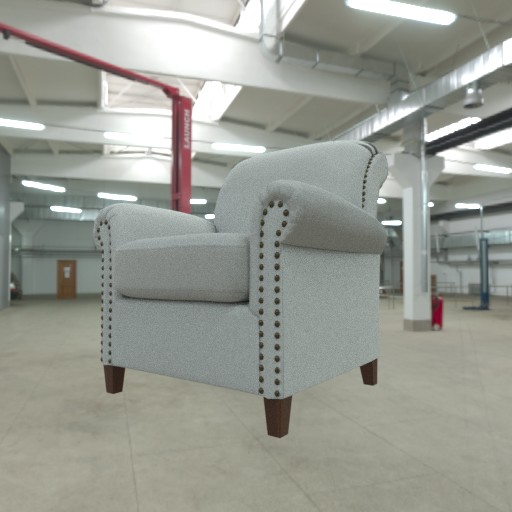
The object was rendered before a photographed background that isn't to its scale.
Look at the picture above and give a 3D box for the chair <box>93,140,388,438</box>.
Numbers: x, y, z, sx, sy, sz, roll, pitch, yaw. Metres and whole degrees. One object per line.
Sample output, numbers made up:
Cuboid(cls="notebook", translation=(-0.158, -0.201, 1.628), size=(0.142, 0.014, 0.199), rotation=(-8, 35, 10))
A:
Cuboid(cls="chair", translation=(0.000, 0.000, 1.609), size=(0.854, 0.927, 0.890), rotation=(-1, -3, 36))
